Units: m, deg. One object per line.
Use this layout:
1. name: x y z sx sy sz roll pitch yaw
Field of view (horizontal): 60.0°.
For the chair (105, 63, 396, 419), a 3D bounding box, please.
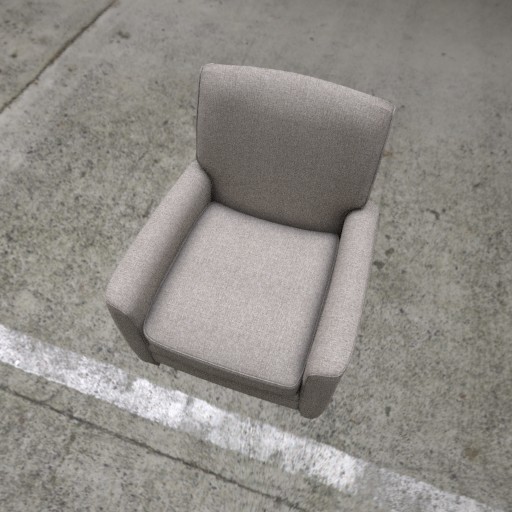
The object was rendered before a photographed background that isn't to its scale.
1. chair: 0.000 0.000 1.658 0.848 1.014 0.864 16 58 10
